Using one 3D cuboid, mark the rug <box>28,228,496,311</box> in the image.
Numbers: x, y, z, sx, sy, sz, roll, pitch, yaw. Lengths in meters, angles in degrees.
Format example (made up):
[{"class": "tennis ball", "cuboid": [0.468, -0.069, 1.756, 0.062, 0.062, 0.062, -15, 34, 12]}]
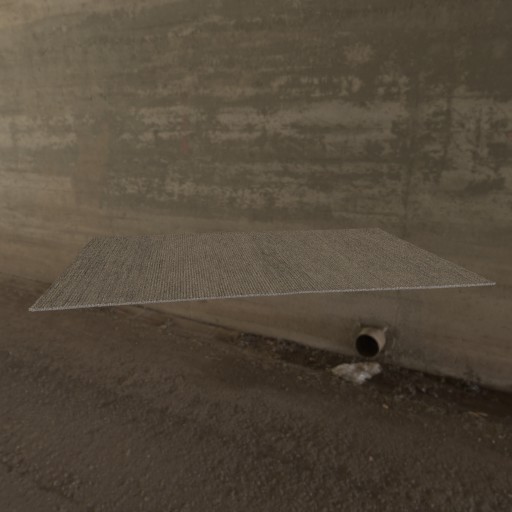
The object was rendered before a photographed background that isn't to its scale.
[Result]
[{"class": "rug", "cuboid": [0.000, 0.000, 2.187, 1.773, 0.021, 1.149, -2, 15, -9]}]
